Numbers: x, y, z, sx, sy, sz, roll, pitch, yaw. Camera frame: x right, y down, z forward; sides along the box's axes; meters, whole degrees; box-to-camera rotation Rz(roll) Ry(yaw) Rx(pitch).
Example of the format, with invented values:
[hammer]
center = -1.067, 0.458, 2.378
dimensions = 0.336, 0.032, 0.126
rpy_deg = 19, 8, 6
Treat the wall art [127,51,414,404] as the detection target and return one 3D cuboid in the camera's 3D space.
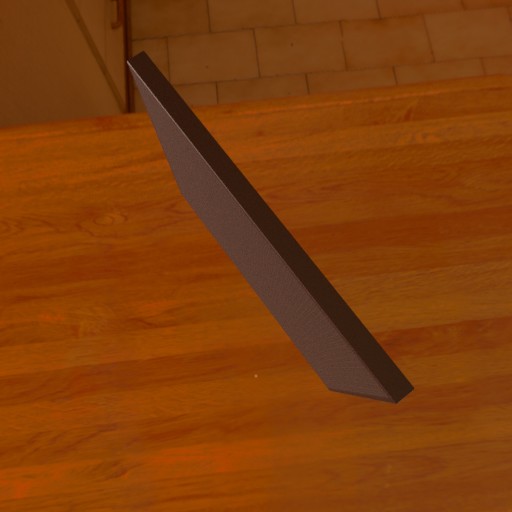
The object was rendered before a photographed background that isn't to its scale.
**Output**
[wall art]
center = 0.000, 0.000, 0.772
dimensions = 0.029, 0.458, 0.559
rpy_deg = -36, 78, -9
